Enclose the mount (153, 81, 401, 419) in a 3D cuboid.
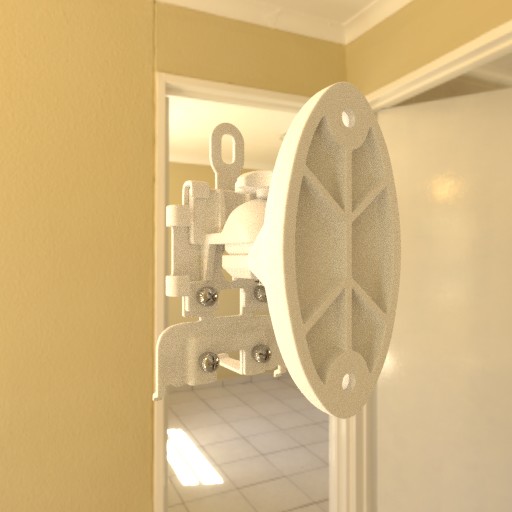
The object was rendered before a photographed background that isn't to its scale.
[{"bbox_3d":[0.000,0.000,0.178,0.066,0.118,0.100,0,0,-35],"label":"mount"}]
